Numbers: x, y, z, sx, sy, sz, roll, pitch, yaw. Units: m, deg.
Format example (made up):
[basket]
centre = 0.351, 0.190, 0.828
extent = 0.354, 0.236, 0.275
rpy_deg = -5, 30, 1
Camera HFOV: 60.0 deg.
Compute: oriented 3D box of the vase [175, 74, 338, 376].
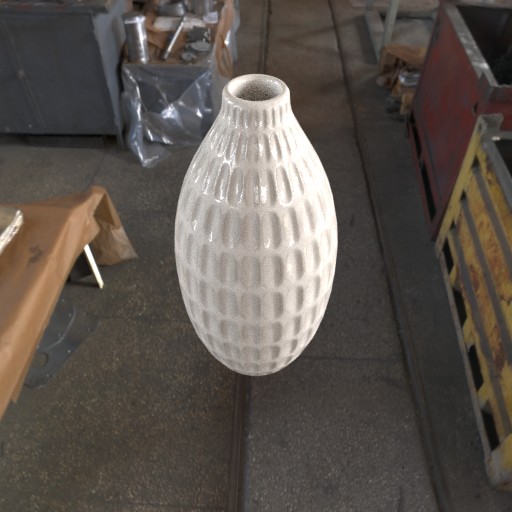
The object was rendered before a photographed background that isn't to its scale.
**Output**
[vase]
centre = 0.000, 0.000, 0.355
extent = 0.127, 0.282, 0.127
rpy_deg = 0, 47, 0
